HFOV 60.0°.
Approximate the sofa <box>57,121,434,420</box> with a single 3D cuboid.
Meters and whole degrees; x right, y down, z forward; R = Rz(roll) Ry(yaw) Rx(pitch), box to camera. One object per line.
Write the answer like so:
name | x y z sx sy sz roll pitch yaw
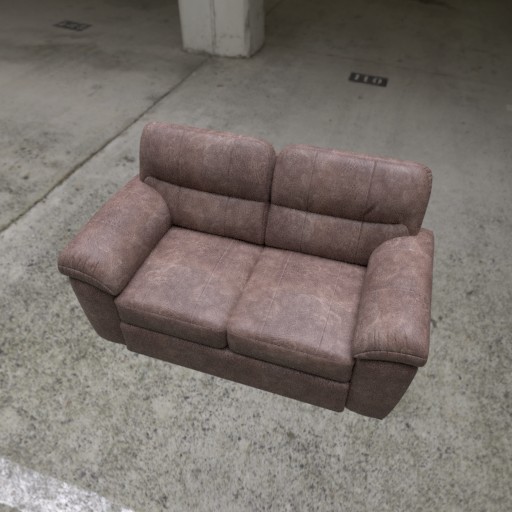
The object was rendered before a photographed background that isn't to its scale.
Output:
sofa | 0.000 0.000 2.349 1.753 0.991 0.991 13 44 13
